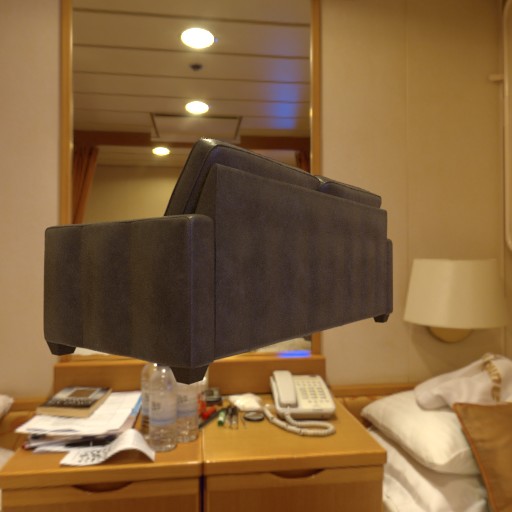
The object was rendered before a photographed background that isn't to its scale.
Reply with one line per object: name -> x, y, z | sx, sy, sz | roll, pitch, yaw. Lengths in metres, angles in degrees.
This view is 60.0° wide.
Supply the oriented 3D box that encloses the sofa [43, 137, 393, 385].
sofa -> 0.000, 0.000, 2.587 | 0.939, 0.916, 2.081 | -1, -1, 36
